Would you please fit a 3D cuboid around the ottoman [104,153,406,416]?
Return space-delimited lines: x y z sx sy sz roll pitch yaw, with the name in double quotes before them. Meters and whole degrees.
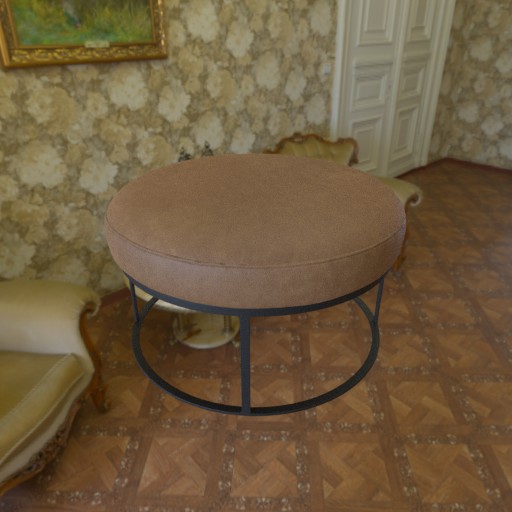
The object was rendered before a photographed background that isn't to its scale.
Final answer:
"ottoman" 0.000 0.000 1.251 0.771 0.460 0.771 0 27 0
